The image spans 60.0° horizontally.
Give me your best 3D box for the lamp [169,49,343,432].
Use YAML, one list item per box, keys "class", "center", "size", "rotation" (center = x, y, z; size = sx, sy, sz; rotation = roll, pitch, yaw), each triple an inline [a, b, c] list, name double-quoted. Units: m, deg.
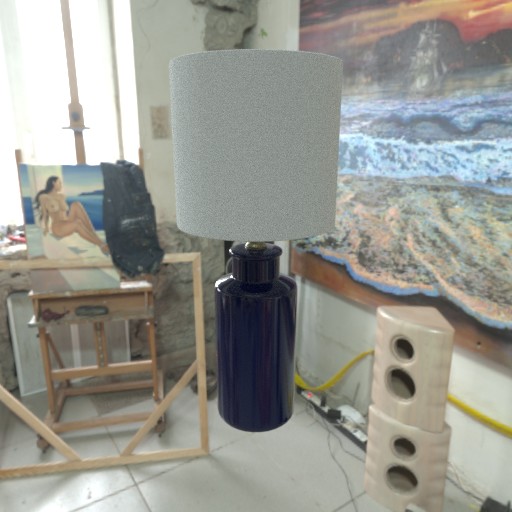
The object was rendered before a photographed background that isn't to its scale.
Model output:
- class: "lamp"
  center: [0.000, 0.000, 0.615]
  size: [0.212, 0.493, 0.212]
  rotation: [8, 17, 26]
